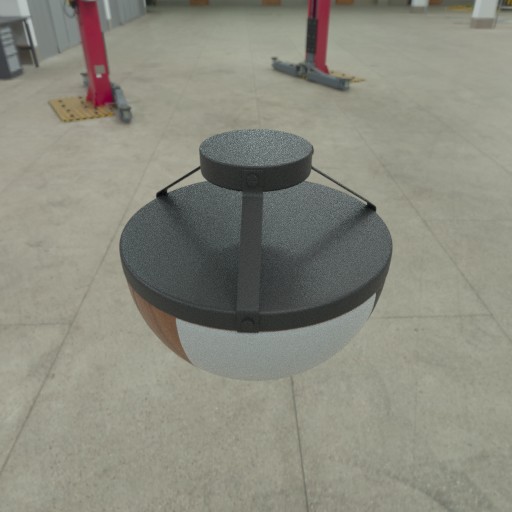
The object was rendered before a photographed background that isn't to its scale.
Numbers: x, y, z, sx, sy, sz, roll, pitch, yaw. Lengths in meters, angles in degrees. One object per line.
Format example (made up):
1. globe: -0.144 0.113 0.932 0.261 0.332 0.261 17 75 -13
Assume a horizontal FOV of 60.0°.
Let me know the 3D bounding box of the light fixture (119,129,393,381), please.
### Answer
1. light fixture: 0.000 0.000 0.527 0.304 0.269 0.304 0 33 0
